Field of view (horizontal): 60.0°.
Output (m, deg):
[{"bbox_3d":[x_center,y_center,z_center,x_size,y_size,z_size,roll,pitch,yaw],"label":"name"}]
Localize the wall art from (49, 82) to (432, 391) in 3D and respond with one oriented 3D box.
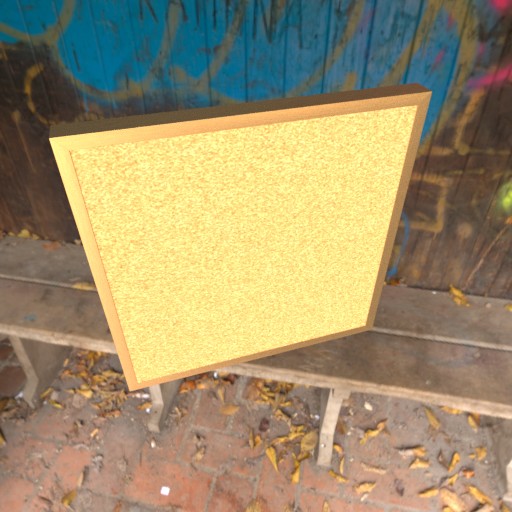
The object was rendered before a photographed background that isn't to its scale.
[{"bbox_3d":[0.000,0.000,0.744,0.510,0.509,0.037,-11,41,-13],"label":"wall art"}]
